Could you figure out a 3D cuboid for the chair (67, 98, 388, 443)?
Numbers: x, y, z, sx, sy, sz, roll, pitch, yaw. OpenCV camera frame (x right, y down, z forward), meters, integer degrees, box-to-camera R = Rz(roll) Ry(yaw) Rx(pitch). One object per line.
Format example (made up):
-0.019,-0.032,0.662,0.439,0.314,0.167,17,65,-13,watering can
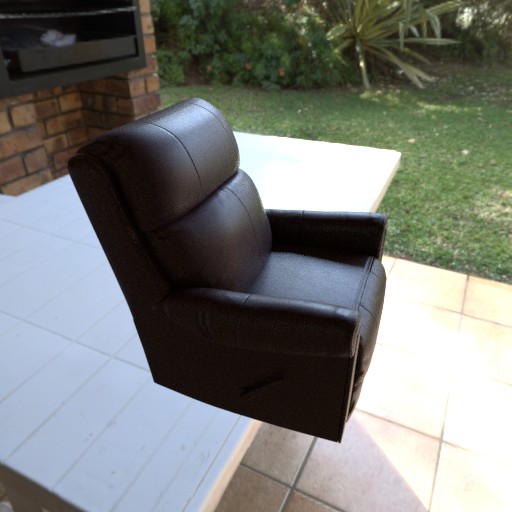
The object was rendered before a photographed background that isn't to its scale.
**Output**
0.000,0.000,1.749,1.014,1.054,0.838,11,32,18,chair
